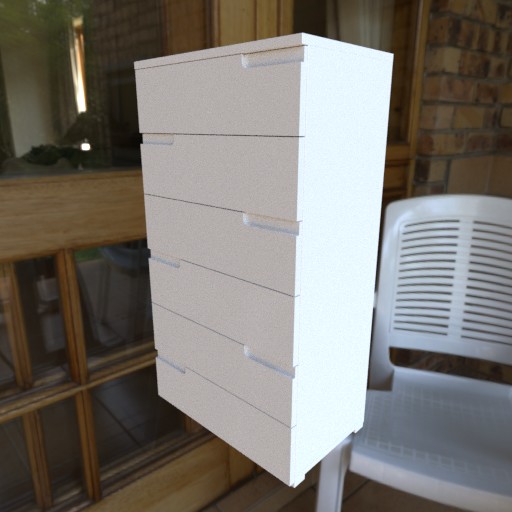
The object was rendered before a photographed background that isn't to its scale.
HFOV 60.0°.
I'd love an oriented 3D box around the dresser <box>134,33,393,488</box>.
[{"bbox_3d":[0.000,0.000,1.447,0.650,1.190,0.400,15,22,41],"label":"dresser"}]
